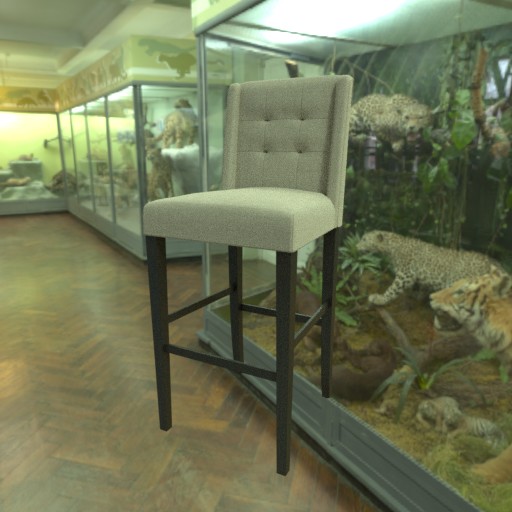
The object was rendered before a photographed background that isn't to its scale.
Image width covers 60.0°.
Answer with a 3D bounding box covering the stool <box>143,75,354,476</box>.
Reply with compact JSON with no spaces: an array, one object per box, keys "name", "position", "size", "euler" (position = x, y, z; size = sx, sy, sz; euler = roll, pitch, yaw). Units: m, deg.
[{"name":"stool","position":[0.000,0.000,1.409],"size":[0.474,1.116,0.509],"euler":[7,16,27]}]
